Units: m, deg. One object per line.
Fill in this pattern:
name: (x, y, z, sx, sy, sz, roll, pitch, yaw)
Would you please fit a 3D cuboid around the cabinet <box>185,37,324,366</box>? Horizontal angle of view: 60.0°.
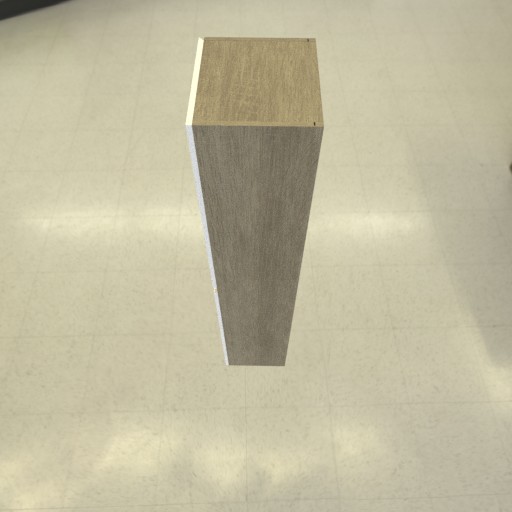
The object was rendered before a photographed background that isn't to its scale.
cabinet: (0.000, 0.000, 1.532, 0.270, 1.400, 0.300, 1, 57, 1)
